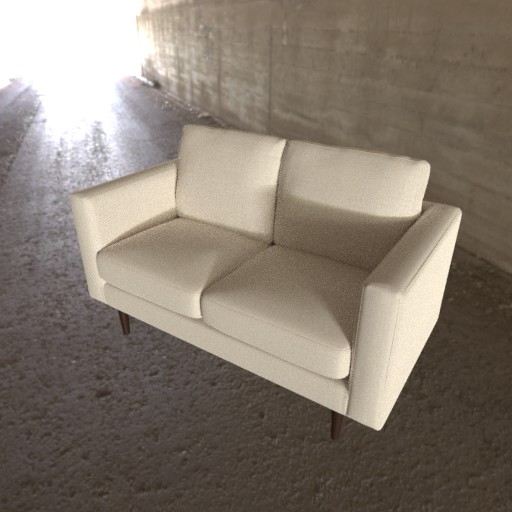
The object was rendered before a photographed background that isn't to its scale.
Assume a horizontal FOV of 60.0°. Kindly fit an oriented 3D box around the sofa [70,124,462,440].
[{"bbox_3d":[0.000,0.000,1.898,1.430,0.908,0.796,17,32,29],"label":"sofa"}]
